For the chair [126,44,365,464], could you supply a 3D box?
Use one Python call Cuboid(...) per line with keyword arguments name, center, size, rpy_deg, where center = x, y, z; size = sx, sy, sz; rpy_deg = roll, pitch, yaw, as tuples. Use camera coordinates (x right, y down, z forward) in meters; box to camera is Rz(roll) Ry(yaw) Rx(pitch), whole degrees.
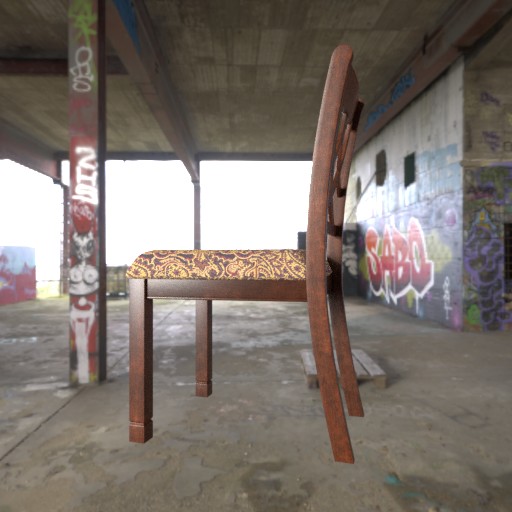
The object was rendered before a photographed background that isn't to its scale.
Cuboid(name="chair", center=(0.000, 0.000, 1.278), size=(0.584, 0.965, 0.457), rpy_deg=(0, 0, 18))
